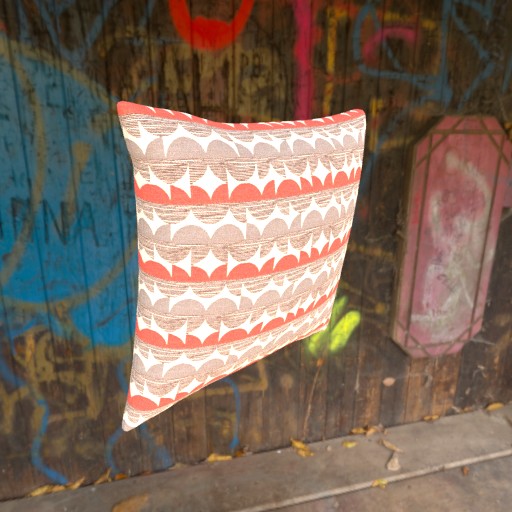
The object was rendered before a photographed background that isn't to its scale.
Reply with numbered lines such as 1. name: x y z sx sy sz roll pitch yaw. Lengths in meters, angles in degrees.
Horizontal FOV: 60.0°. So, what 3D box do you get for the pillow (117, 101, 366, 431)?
1. pillow: 0.000 0.000 0.639 0.420 0.410 0.180 -15 23 -41
